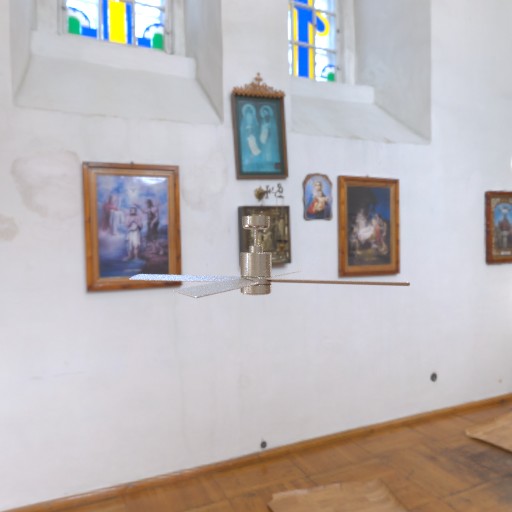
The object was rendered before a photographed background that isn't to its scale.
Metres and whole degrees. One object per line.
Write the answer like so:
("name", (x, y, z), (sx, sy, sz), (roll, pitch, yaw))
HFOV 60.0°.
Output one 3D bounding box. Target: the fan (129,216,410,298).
("fan", (0.000, 0.000, 2.011), (1.322, 0.355, 1.322), (0, 1, 20))
